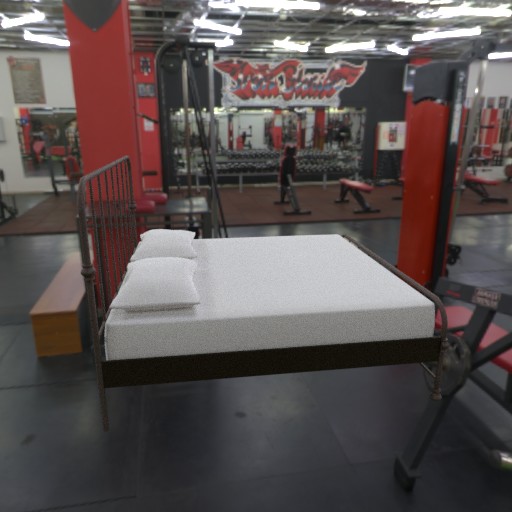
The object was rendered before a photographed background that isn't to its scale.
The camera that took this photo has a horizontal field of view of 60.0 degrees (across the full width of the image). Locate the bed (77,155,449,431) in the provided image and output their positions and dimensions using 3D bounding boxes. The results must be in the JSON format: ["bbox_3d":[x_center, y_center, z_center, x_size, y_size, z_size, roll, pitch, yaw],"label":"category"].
[{"bbox_3d":[0.000,0.000,3.456,2.134,1.446,2.044,-2,17,-8],"label":"bed"}]
